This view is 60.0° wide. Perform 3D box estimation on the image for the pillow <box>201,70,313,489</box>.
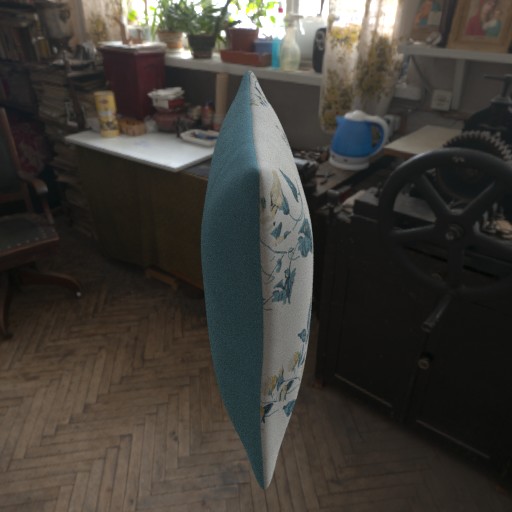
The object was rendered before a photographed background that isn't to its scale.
[{"bbox_3d":[0.000,0.000,0.755,0.166,0.507,0.526,-1,32,-1],"label":"pillow"}]
